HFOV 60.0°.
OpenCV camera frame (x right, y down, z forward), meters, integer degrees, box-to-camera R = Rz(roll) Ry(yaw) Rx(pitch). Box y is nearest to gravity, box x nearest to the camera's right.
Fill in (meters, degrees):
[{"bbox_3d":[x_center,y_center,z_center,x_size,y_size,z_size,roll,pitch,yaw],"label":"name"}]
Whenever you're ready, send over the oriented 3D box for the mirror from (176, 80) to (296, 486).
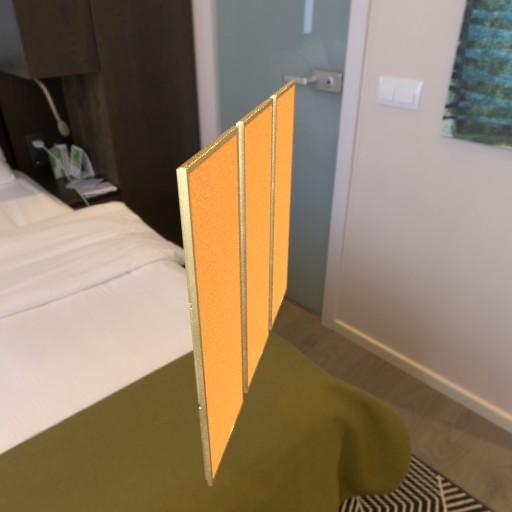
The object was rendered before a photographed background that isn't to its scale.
[{"bbox_3d":[0.000,0.000,1.436,0.023,0.926,1.011,8,31,13],"label":"mirror"}]
